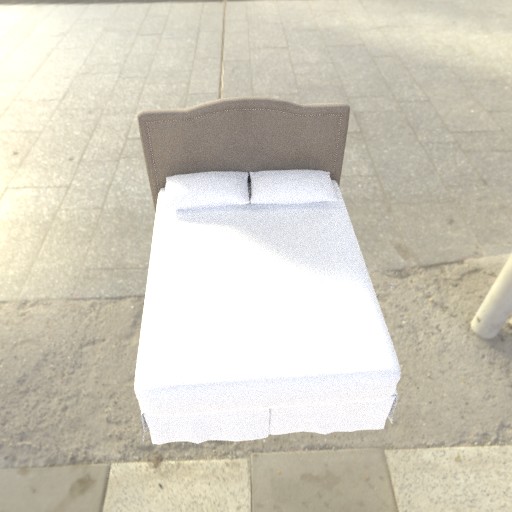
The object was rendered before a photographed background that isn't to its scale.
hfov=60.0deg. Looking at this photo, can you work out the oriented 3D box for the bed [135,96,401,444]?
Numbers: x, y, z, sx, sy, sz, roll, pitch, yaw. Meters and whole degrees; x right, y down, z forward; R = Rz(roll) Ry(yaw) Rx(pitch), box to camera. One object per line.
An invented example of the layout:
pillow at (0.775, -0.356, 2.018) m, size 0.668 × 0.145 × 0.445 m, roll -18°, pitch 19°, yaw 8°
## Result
bed at (0.000, 0.000, 3.236) m, size 1.744 × 1.441 × 2.128 m, roll -3°, pitch 46°, yaw -3°
